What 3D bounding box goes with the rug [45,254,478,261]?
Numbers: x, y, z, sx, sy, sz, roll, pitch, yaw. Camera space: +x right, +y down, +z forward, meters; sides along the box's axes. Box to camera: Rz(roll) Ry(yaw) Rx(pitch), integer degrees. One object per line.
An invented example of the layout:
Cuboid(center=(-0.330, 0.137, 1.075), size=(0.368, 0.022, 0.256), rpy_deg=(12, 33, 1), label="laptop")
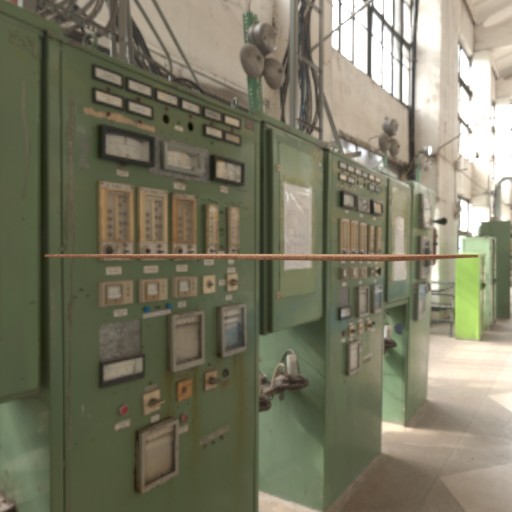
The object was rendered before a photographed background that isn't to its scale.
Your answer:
Cuboid(center=(0.000, 0.000, 2.245), size=(1.829, 0.014, 1.219), rpy_deg=(0, 1, 37), label="rug")
